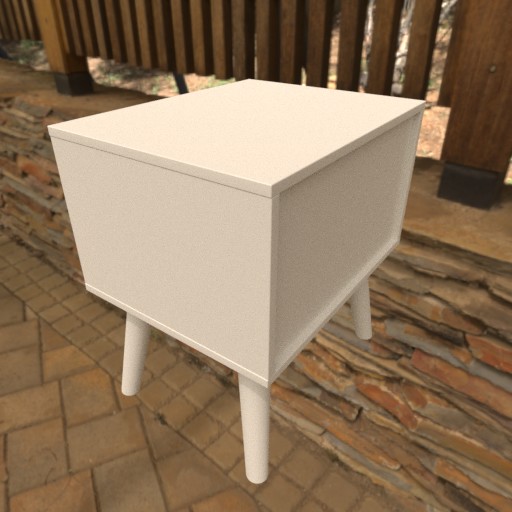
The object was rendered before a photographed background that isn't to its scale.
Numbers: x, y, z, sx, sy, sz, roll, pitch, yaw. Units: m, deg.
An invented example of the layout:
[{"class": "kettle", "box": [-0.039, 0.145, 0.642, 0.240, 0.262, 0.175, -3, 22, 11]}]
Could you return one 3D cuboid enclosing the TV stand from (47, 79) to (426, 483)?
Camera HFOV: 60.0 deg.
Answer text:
[{"class": "TV stand", "box": [0.000, 0.000, 0.882, 0.405, 0.559, 0.508, 20, 36, 30]}]
